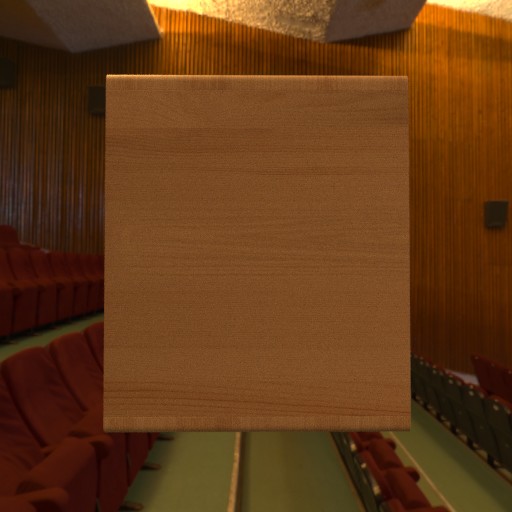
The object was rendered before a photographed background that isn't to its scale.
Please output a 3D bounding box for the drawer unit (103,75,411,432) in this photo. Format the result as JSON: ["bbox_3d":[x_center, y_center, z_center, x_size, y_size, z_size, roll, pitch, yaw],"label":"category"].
[{"bbox_3d":[0.000,0.000,0.594,0.290,0.344,0.344,0,-1,0],"label":"drawer unit"}]
